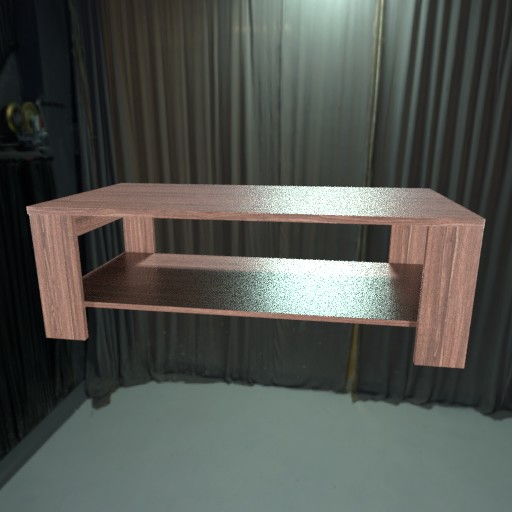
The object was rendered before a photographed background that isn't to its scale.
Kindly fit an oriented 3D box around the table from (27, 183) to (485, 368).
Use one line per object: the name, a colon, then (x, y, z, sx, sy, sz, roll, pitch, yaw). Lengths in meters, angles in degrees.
table: (0.000, 0.000, 1.485, 1.200, 0.400, 0.600, 2, 16, 8)
